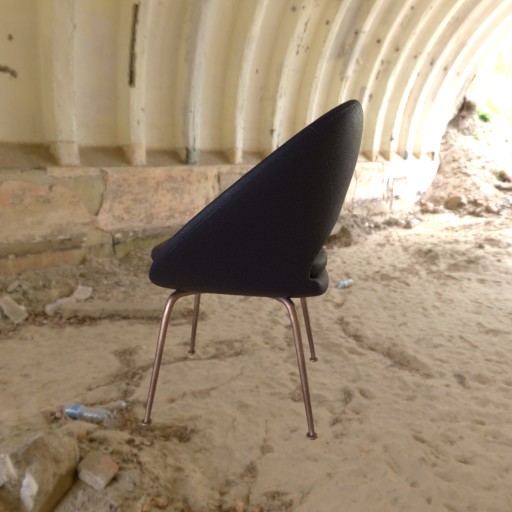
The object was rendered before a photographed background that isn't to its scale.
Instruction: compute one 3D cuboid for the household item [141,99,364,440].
[{"bbox_3d":[0.000,0.000,1.299,0.573,0.852,0.623,2,13,8],"label":"household item"}]
